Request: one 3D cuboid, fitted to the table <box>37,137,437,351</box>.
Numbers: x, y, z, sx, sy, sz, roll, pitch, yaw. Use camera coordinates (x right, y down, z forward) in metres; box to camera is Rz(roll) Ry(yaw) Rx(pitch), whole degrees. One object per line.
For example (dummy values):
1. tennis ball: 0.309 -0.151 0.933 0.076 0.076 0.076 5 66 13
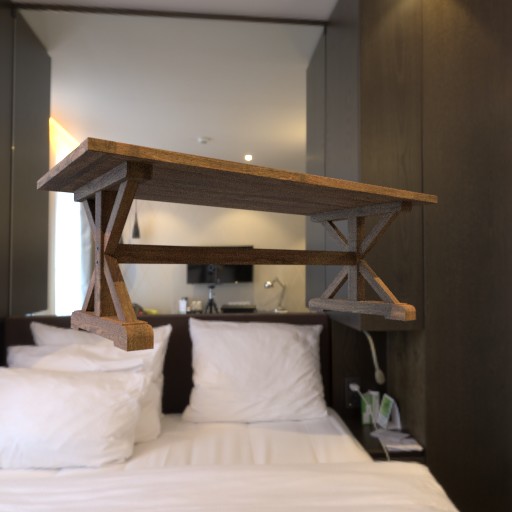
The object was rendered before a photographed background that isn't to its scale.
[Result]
1. table: 0.000 0.000 2.421 2.031 0.733 0.907 1 -2 -36
